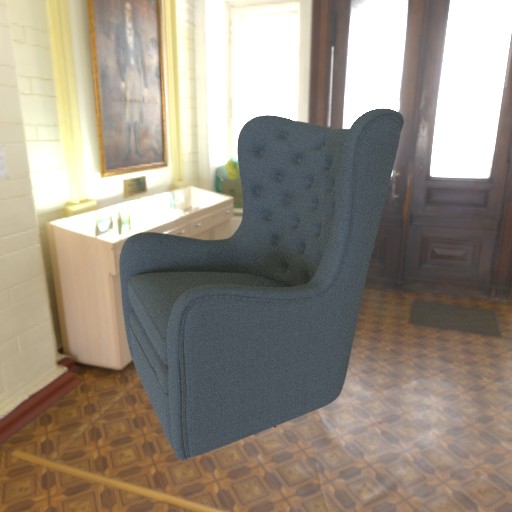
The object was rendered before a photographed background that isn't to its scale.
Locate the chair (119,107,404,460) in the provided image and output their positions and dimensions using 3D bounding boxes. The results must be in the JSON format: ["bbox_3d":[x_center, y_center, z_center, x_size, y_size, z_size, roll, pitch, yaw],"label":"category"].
[{"bbox_3d":[0.000,0.000,1.731,0.930,1.079,0.831,-8,18,-25],"label":"chair"}]
